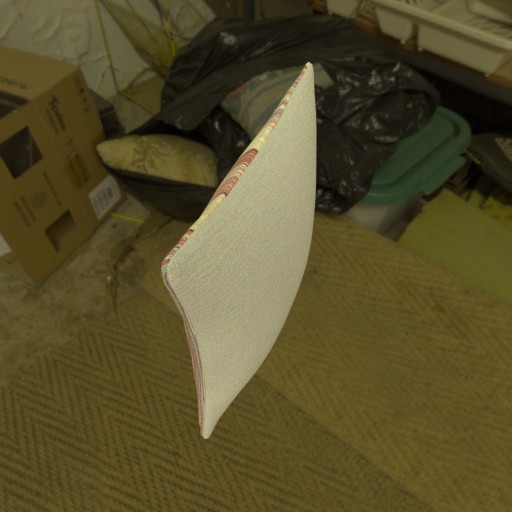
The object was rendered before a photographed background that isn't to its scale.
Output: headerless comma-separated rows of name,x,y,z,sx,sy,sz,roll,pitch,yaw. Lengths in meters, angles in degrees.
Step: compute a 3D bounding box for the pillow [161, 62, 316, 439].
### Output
pillow,0.000,0.000,0.673,0.136,0.419,0.437,17,51,15
